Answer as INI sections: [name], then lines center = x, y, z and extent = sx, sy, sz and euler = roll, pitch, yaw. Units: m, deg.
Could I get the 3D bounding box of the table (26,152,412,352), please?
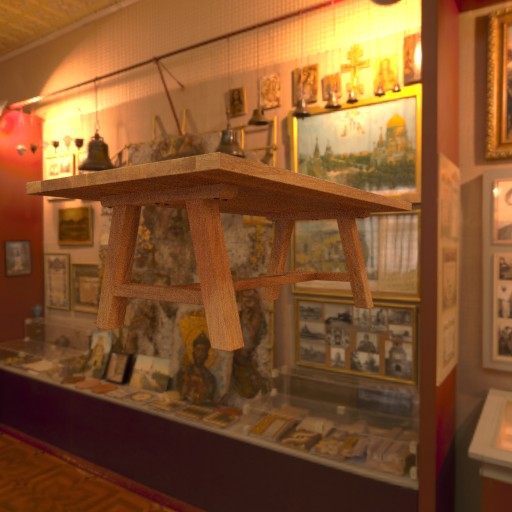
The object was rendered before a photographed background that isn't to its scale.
[table]
center = 0.000, 0.000, 1.658
extent = 0.760, 0.455, 1.320
euler = 1, 2, 35
